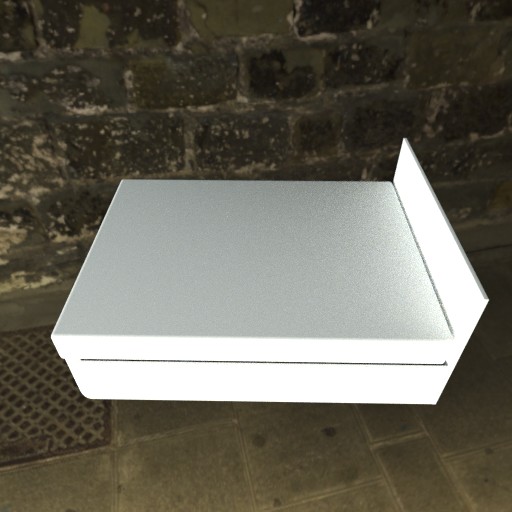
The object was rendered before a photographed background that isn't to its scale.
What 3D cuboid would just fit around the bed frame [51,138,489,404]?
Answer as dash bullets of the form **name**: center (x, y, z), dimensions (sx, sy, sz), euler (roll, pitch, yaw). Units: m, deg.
- **bed frame**: center (0.000, 0.000, 2.585), dimensions (1.900, 0.800, 1.400), euler (1, 42, 1)
